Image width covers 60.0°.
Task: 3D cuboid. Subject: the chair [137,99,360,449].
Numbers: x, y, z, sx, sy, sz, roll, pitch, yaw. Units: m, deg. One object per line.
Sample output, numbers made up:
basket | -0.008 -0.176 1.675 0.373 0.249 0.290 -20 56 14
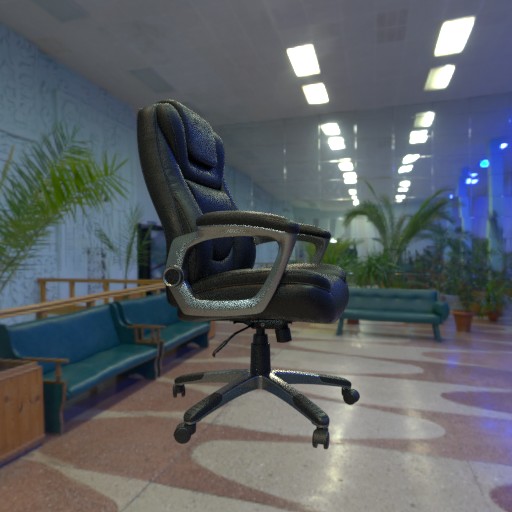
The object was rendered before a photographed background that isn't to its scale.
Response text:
chair | 0.000 0.000 1.557 0.689 1.075 0.697 0 1 18
